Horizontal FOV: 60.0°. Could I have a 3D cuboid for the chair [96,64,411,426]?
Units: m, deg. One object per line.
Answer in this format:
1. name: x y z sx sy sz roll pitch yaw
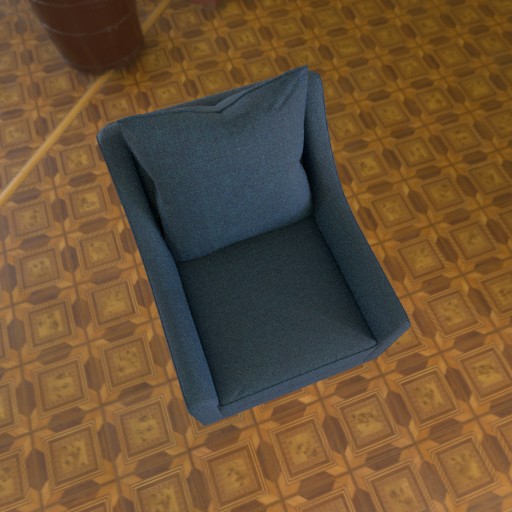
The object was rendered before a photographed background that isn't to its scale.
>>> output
1. chair: 0.000 0.000 1.566 0.750 0.939 0.870 -19 66 -9
